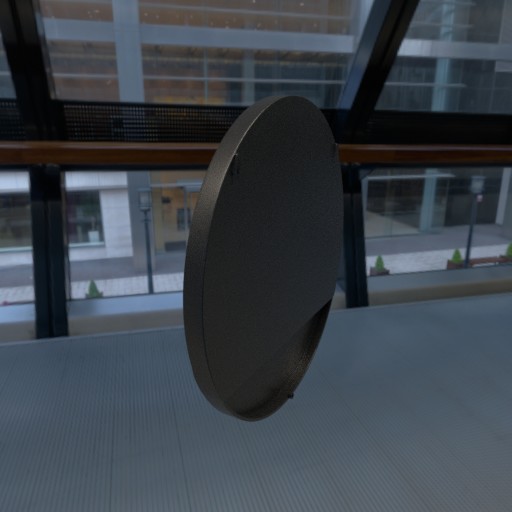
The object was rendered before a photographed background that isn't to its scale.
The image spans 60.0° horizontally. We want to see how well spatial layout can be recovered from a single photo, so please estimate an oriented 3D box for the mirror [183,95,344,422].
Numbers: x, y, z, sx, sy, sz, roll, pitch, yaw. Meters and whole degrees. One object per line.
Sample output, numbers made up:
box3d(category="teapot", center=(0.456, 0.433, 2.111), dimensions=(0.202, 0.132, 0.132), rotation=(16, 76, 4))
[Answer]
box3d(category="mirror", center=(0.000, 0.000, 0.675), dimensions=(0.133, 0.457, 0.457), rotation=(9, 18, 27))
